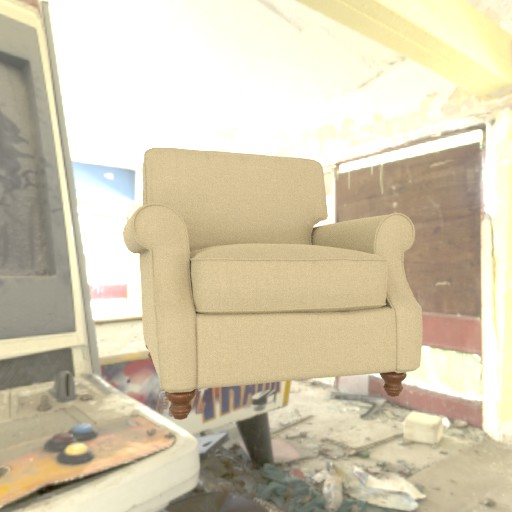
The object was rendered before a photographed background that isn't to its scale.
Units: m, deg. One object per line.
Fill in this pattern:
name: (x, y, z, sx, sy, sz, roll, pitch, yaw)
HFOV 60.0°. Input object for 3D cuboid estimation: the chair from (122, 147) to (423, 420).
chair: (0.000, 0.000, 1.790, 1.029, 0.967, 0.966, 0, -1, -18)
